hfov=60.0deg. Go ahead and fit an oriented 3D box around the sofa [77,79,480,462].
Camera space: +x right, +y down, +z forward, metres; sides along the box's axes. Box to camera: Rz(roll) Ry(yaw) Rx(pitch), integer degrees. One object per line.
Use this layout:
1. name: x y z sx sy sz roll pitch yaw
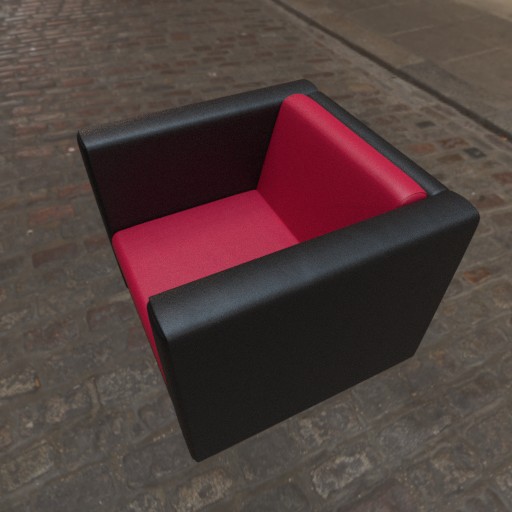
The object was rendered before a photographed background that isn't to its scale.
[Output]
1. sofa: 0.000 0.000 1.428 0.809 0.724 0.839 -20 49 -18
